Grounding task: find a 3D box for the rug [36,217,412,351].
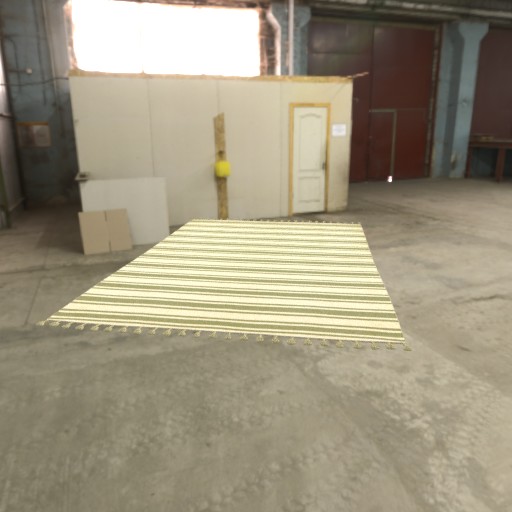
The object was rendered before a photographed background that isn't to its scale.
[{"bbox_3d":[0.000,0.000,2.916,1.540,0.018,2.435,2,16,8],"label":"rug"}]
